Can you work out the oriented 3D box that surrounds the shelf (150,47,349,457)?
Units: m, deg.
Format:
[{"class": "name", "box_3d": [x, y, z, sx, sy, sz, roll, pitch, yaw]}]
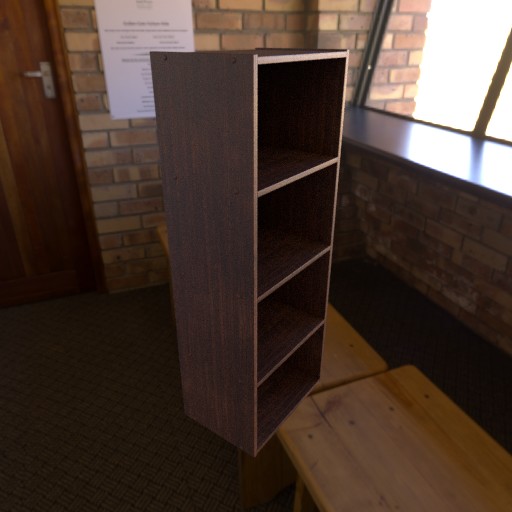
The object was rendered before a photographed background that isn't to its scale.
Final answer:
[{"class": "shelf", "box_3d": [0.000, 0.000, 1.305, 0.290, 1.099, 0.415, 18, 32, 32]}]
